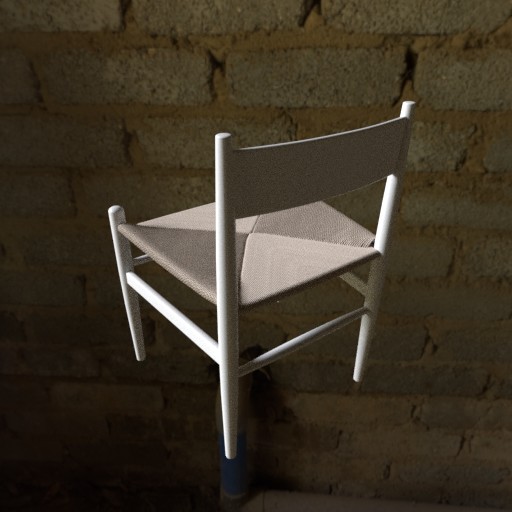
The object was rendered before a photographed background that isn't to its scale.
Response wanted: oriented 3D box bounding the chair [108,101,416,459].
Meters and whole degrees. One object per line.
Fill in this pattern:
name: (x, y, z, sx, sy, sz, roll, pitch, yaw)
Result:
chair: (0.000, 0.000, 1.106, 0.556, 0.762, 0.495, -19, 35, -30)
